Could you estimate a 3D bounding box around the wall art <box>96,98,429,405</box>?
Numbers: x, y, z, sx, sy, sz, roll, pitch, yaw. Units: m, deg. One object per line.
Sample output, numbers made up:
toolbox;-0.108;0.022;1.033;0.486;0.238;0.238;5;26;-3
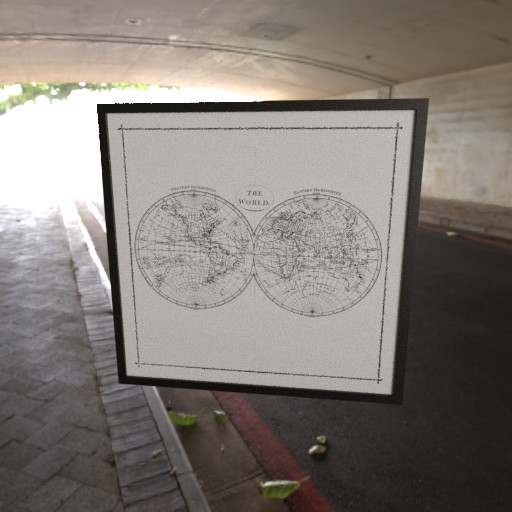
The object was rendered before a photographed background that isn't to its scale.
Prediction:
wall art;0.000;0.000;0.483;0.327;0.318;0.029;2;14;8
